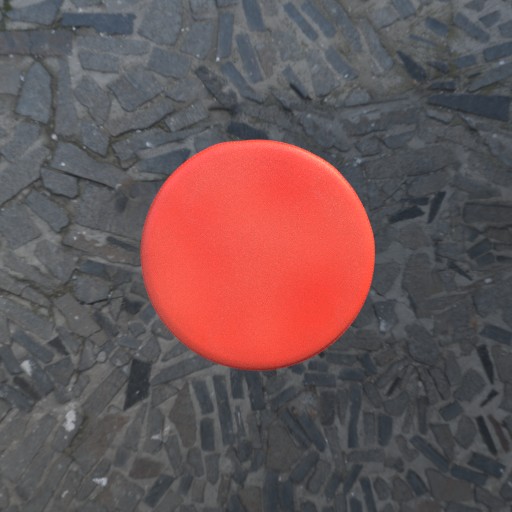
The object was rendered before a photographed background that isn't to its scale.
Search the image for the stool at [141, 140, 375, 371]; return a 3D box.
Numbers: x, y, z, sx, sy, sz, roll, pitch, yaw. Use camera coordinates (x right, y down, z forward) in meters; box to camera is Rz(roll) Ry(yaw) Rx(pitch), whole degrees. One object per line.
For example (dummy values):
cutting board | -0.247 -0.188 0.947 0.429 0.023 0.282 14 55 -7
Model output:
stool | 0.000 0.000 0.690 0.381 0.365 0.382 0 92 0
